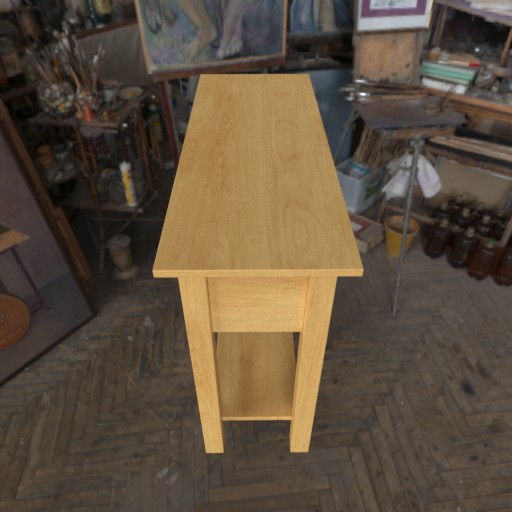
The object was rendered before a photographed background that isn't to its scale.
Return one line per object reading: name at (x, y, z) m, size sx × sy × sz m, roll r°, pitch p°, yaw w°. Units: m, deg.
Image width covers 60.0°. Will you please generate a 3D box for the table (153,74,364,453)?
table at (0.000, 0.000, 1.288) m, size 0.340 × 0.728 × 0.900 m, roll 0°, pitch 41°, yaw 0°
